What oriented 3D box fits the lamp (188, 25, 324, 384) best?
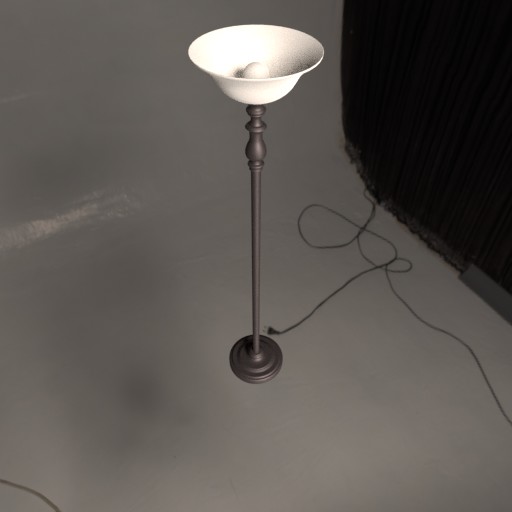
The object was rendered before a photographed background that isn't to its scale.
[{"bbox_3d":[0.000,0.000,1.979,0.405,1.797,0.405,-23,50,-20],"label":"lamp"}]
